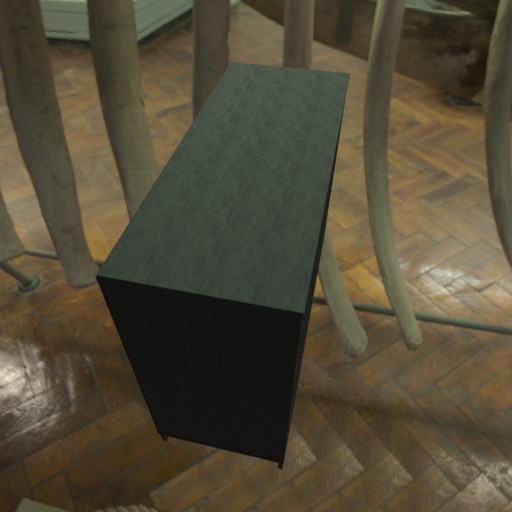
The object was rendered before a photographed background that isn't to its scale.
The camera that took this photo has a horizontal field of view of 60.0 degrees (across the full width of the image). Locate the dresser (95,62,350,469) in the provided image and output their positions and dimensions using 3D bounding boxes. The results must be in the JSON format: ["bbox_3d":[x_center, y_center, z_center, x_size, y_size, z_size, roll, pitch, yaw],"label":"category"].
[{"bbox_3d":[0.000,0.000,1.446,0.404,0.816,0.994,9,47,9],"label":"dresser"}]
